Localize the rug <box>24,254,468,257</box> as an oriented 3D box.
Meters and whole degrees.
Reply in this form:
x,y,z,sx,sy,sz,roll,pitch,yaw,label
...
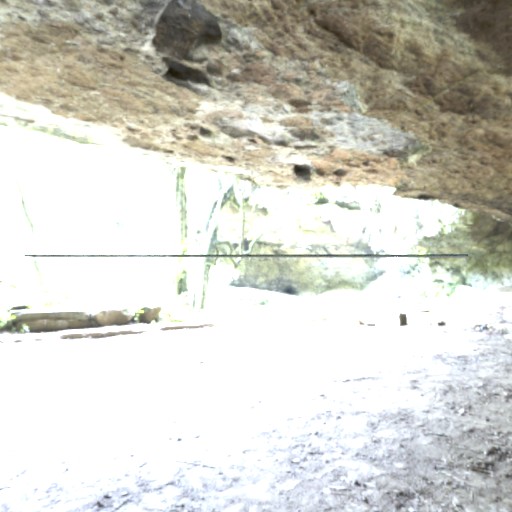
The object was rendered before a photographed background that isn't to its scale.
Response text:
x,y,z,sx,sy,sz,roll,pitch,yaw,label
0.000,0.000,2.289,1.830,0.011,1.209,0,0,18,rug
